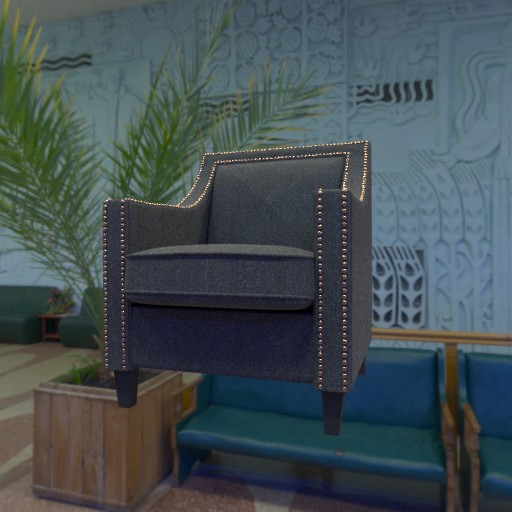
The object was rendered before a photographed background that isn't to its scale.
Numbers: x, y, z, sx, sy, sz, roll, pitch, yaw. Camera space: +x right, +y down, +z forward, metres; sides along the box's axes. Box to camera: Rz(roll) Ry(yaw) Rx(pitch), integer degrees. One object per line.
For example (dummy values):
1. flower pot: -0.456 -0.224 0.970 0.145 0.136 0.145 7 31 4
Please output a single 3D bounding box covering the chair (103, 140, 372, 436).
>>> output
1. chair: 0.000 0.000 1.622 0.776 0.967 0.884 0 0 19
